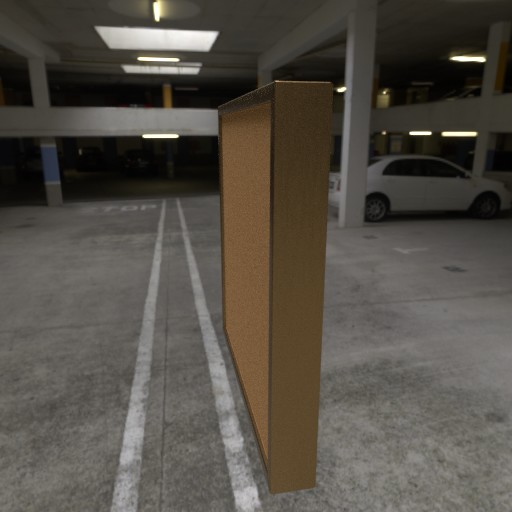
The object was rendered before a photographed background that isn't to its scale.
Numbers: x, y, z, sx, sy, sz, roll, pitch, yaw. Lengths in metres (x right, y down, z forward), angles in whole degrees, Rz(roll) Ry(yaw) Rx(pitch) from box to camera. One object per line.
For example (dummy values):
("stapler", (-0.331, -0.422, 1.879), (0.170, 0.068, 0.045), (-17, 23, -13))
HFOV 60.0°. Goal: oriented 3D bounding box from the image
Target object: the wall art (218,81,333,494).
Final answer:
("wall art", (0.000, 0.000, 0.454), (0.037, 0.305, 0.305), (-3, 16, -11))
